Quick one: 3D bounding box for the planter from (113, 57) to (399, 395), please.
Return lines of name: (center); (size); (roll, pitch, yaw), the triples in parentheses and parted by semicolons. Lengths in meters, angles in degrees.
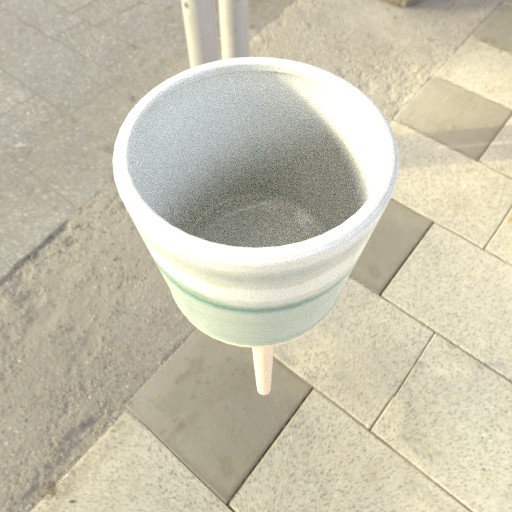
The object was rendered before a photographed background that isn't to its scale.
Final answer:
planter: (0.000, 0.000, 0.583); (0.265, 0.404, 0.265); (33, 63, 19)
